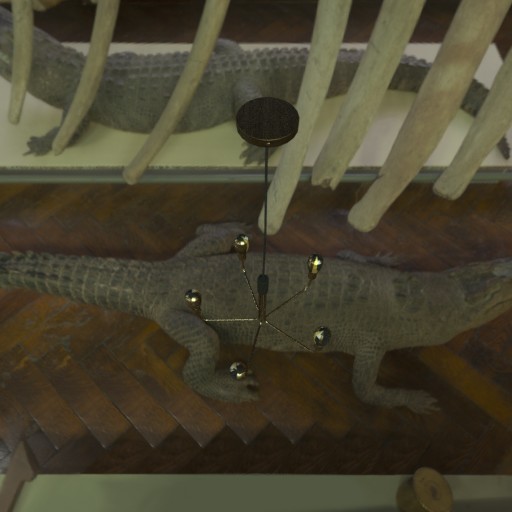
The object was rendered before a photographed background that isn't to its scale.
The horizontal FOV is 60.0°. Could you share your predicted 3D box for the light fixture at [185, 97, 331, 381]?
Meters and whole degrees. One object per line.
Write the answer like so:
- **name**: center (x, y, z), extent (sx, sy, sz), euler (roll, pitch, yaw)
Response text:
- **light fixture**: center (0.000, 0.000, 1.379), extent (0.532, 1.059, 0.588), euler (-1, 58, 0)
